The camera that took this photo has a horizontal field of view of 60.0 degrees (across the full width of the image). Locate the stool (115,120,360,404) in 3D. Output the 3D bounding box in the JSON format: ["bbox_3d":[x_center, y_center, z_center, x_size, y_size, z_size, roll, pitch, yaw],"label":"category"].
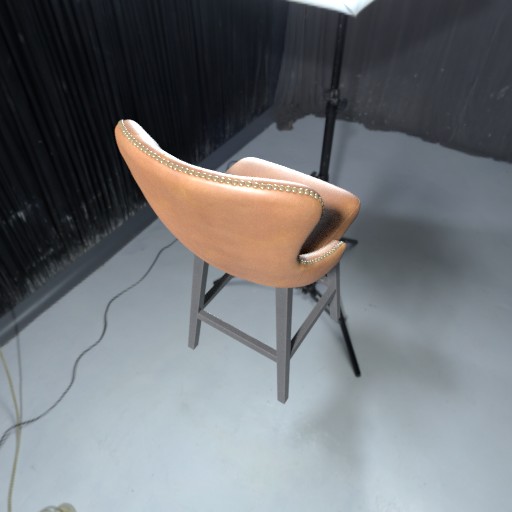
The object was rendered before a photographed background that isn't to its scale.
[{"bbox_3d":[0.000,0.000,1.350,0.528,0.971,0.593,25,51,22],"label":"stool"}]
